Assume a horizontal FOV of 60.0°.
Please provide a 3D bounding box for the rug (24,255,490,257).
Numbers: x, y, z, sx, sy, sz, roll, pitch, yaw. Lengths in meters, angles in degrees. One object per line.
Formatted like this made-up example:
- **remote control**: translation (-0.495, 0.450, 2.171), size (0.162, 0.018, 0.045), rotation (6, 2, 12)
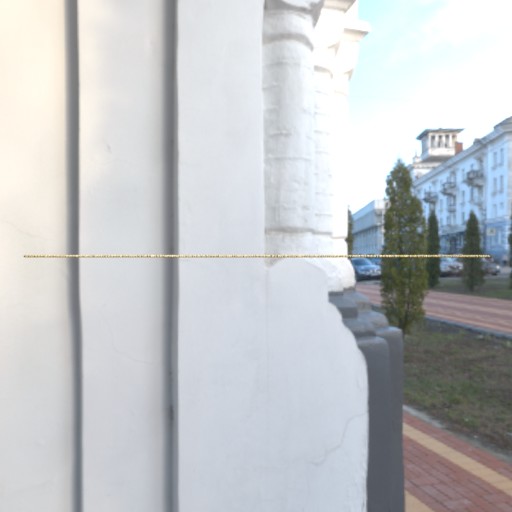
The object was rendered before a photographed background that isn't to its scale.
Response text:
- **rug**: translation (0.000, 0.000, 4.245), size (3.198, 0.016, 2.425), rotation (0, 0, -1)
